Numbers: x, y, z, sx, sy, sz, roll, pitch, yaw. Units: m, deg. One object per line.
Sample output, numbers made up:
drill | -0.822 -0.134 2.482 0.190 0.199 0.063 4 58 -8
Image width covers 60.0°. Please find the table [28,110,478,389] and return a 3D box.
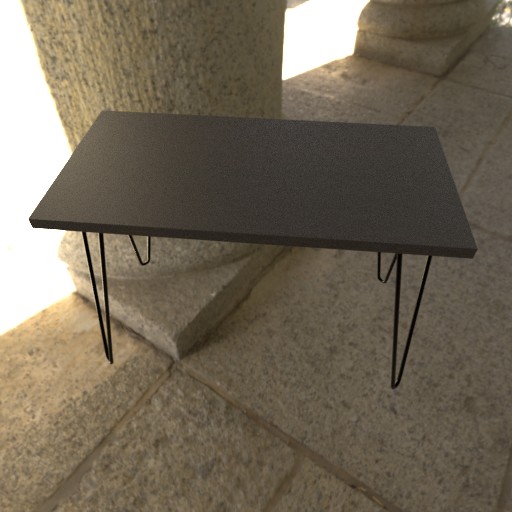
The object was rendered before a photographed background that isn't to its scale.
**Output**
table | 0.000 0.000 1.380 0.991 0.660 0.499 4 46 4
